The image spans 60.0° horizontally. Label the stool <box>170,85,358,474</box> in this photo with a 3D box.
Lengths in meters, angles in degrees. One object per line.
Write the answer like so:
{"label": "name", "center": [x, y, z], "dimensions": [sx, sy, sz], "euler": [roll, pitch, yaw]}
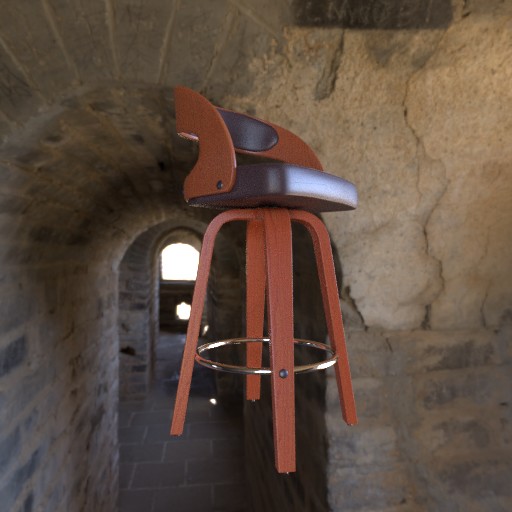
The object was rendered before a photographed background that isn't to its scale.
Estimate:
{"label": "stool", "center": [0.000, 0.000, 1.212], "dimensions": [0.457, 0.940, 0.457], "euler": [0, 1, 36]}
